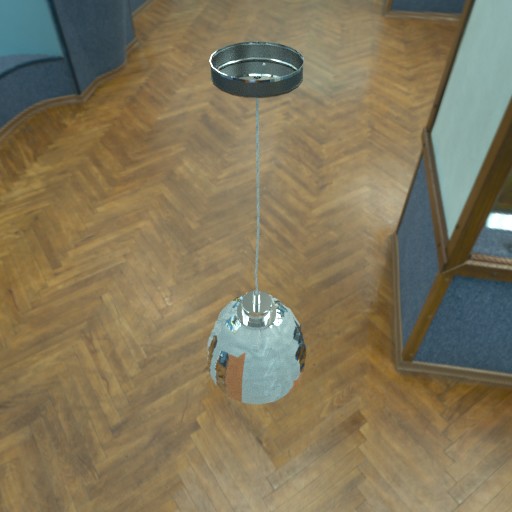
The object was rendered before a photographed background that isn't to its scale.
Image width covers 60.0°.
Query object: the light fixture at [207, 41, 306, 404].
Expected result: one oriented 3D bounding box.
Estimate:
[{"bbox_3d":[0.000,0.000,1.724,0.500,1.511,0.496,9,47,9],"label":"light fixture"}]
